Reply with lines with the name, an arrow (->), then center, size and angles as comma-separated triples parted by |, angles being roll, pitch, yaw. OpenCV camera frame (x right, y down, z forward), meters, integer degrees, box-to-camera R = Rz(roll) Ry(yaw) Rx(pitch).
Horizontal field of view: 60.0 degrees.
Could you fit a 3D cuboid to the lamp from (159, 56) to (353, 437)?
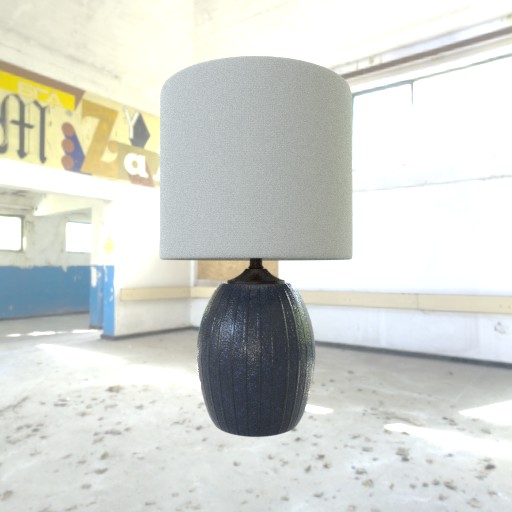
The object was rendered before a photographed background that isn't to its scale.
lamp -> 0.000, 0.000, 0.770 | 0.329, 0.570, 0.329 | -1, -2, 37
